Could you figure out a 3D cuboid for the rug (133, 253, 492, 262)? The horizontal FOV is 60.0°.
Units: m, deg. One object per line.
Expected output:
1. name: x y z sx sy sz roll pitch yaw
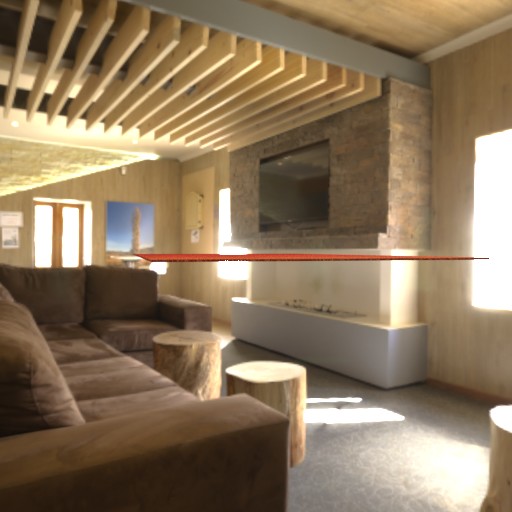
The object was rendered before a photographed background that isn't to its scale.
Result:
1. rug: 0.000 0.000 2.979 1.531 0.010 2.442 0 1 -17
